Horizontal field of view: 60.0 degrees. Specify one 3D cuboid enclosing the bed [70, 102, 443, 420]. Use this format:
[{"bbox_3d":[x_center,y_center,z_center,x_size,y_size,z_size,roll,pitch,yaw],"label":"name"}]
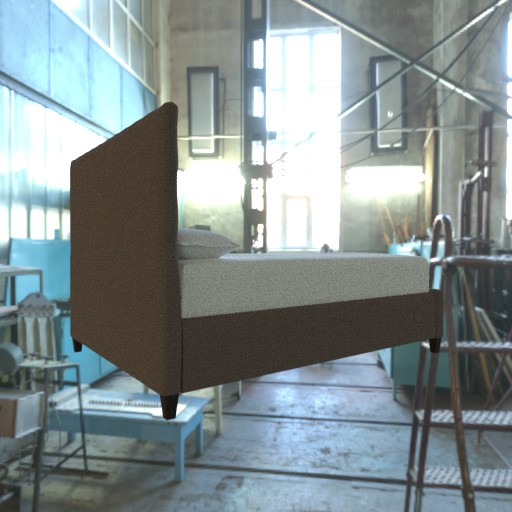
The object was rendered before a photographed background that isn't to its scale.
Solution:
[{"bbox_3d":[0.000,0.000,3.279,2.233,1.426,1.696,-1,1,-36],"label":"bed"}]
